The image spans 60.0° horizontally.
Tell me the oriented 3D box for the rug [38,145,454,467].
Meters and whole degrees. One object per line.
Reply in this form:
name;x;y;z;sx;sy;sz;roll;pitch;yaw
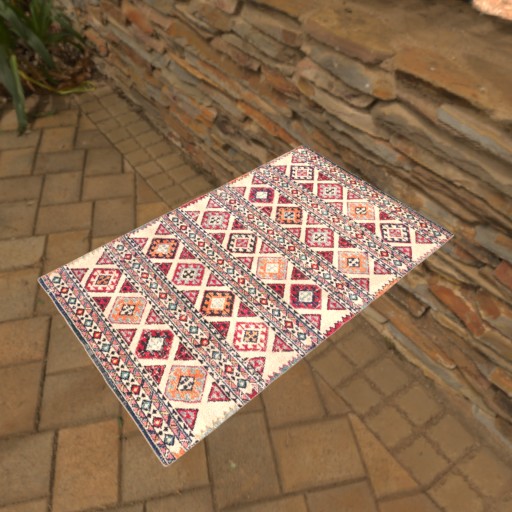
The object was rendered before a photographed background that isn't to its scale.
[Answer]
rug;0.000;0.000;3.025;2.440;0.010;1.545;-32;54;-27
